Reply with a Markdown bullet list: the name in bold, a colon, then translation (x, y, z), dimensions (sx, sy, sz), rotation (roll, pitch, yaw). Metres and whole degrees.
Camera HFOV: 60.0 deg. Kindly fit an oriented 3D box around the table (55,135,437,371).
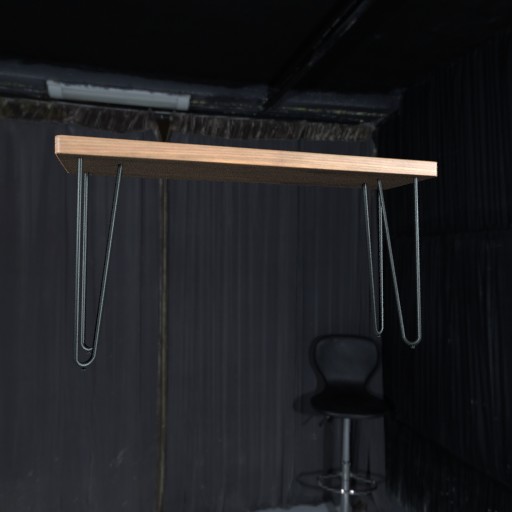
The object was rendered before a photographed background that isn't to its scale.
- **table**: translation (0.000, 0.000, 1.944), dimensions (1.570, 0.834, 0.425), rotation (0, 0, -17)
